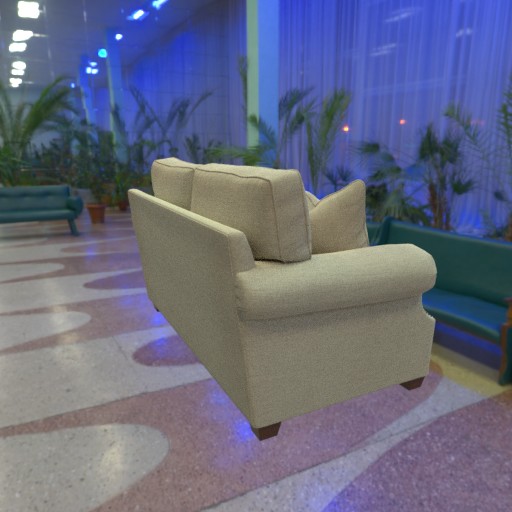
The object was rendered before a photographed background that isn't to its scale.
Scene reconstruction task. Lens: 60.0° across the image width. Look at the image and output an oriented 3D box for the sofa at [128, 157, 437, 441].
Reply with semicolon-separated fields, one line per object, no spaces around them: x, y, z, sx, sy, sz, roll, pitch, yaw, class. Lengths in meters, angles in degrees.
0.000;0.000;2.294;0.966;0.966;1.701;-7;16;-26;sofa
